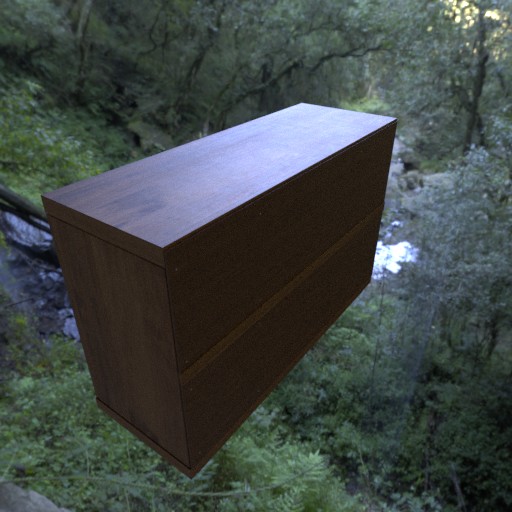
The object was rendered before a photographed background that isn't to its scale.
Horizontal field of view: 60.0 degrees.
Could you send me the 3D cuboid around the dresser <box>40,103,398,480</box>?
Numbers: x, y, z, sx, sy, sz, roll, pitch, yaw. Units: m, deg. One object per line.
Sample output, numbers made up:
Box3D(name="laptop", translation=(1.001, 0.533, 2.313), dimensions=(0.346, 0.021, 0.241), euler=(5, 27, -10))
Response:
Box3D(name="dresser", translation=(0.000, 0.000, 1.654), dimensions=(0.479, 0.825, 1.261), euler=(21, 37, 30))
